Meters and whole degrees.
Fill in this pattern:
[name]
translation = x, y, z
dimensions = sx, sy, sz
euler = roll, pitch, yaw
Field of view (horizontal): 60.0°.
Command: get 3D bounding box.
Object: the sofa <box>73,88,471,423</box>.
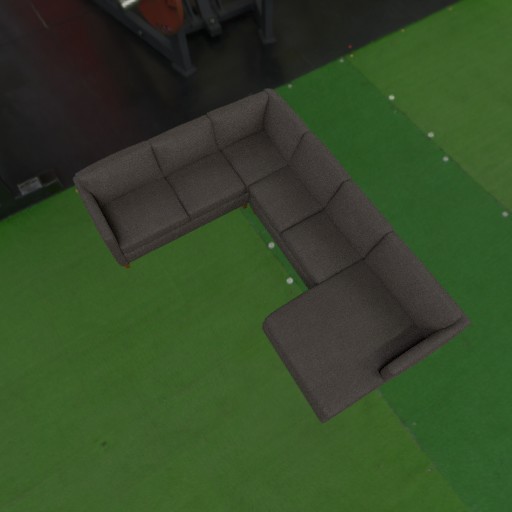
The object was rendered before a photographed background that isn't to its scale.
[sofa]
translation = 0.000, 0.000, 4.623
dimensions = 2.594, 0.961, 3.460
euler = -28, 67, -13
